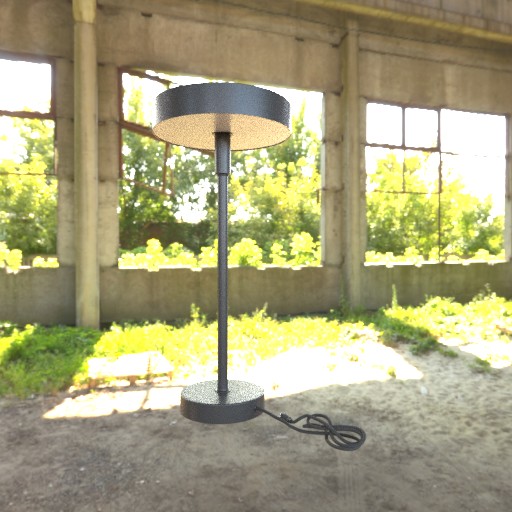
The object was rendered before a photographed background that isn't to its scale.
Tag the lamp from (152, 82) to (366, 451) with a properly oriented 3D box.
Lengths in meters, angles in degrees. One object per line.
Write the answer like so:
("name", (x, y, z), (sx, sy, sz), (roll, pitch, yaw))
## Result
("lamp", (0.000, 0.000, 0.694), (0.369, 0.508, 0.229), (0, 0, 38))
